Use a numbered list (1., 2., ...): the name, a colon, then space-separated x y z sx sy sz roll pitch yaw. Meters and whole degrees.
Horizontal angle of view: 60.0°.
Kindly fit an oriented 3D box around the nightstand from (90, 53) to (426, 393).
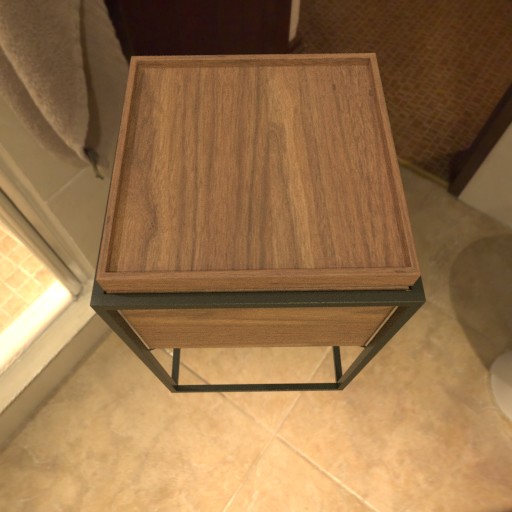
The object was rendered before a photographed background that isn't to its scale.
1. nightstand: 0.000 0.000 0.847 0.397 0.607 0.397 -1 63 0
